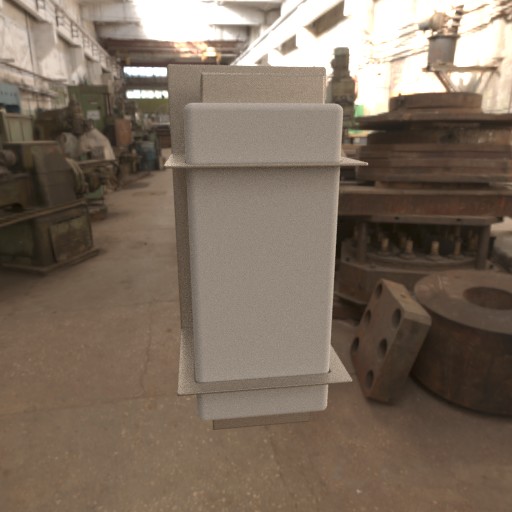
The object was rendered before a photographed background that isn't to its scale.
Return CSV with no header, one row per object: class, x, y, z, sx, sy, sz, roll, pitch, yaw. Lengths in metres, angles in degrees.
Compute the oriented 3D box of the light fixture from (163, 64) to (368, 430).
light fixture,0.000,0.000,0.463,0.168,0.380,0.160,-2,17,-7
